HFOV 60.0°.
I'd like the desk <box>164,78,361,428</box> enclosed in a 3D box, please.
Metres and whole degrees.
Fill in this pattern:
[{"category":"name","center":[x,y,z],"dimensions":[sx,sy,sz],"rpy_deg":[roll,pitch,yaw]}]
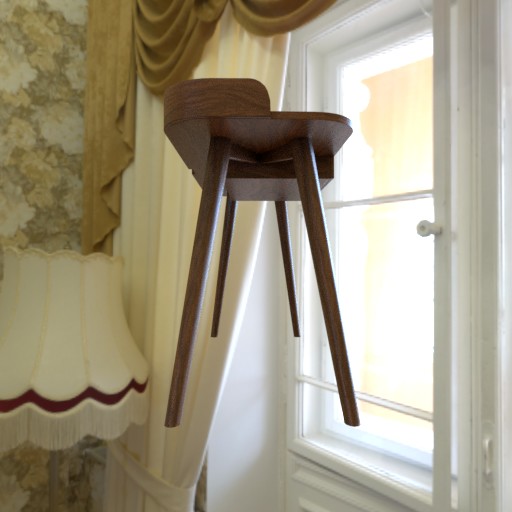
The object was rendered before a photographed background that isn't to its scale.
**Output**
[{"category":"desk","center":[0.000,0.000,1.641],"dimensions":[0.486,0.800,1.256],"rpy_deg":[0,-1,-1]}]
